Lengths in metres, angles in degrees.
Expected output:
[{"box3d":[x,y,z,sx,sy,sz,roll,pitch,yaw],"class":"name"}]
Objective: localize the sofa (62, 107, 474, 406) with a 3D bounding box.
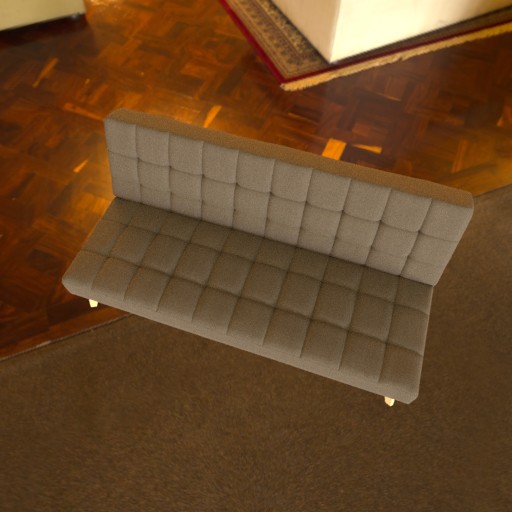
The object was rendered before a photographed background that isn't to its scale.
[{"box3d":[0.000,0.000,2.233,1.800,0.810,0.860,16,60,10],"class":"sofa"}]
